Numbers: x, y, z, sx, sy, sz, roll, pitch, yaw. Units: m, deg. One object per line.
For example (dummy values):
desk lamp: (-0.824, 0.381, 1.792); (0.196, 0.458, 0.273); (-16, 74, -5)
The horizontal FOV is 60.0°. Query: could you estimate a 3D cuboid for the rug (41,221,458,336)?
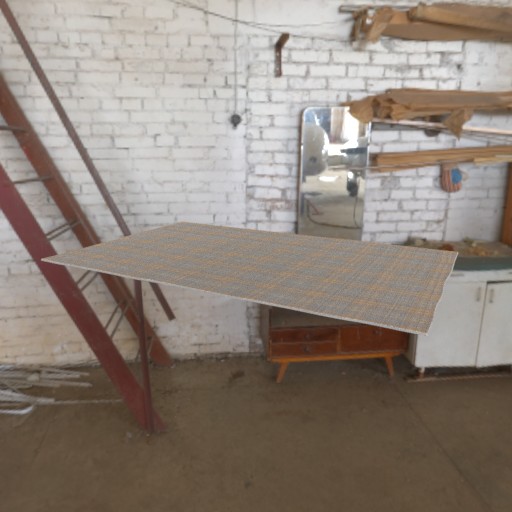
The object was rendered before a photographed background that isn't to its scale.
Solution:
rug: (0.000, 0.000, 3.067); (2.460, 0.016, 1.545); (8, 17, 27)
